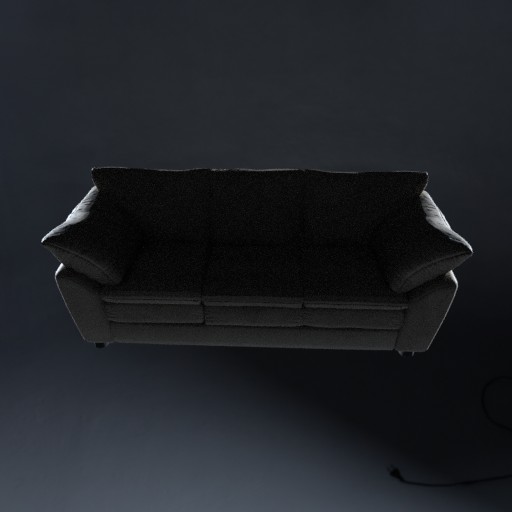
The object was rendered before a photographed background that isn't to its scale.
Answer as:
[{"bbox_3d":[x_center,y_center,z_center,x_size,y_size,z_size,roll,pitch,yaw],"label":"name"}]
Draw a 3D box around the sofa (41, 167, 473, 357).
[{"bbox_3d":[0.000,0.000,2.846,2.334,0.996,0.878,1,29,2],"label":"sofa"}]
